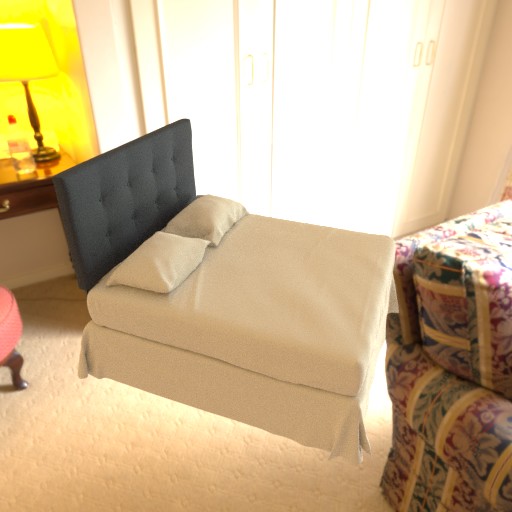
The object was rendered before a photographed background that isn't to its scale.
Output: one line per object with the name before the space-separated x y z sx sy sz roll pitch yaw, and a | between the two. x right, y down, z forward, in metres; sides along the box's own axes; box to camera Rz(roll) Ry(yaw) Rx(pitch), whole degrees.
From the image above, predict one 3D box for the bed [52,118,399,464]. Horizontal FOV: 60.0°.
bed | 0.000 0.000 3.418 2.222 1.577 1.936 11 32 18
